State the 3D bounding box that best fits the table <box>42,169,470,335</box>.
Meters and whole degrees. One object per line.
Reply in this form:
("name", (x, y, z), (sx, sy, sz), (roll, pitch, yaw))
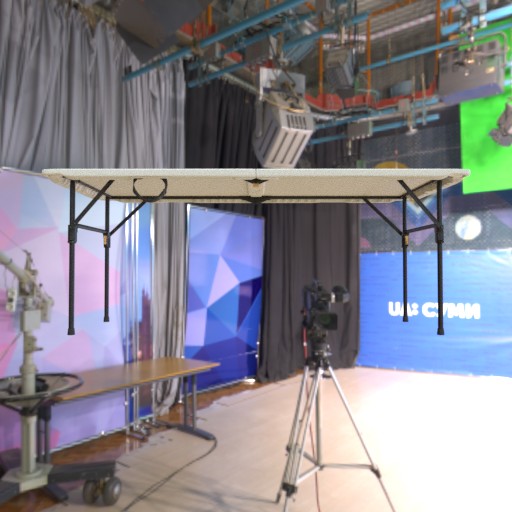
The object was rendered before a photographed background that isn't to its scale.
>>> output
("table", (0.000, 0.000, 2.229), (1.829, 0.719, 0.761), (0, -1, 0))
